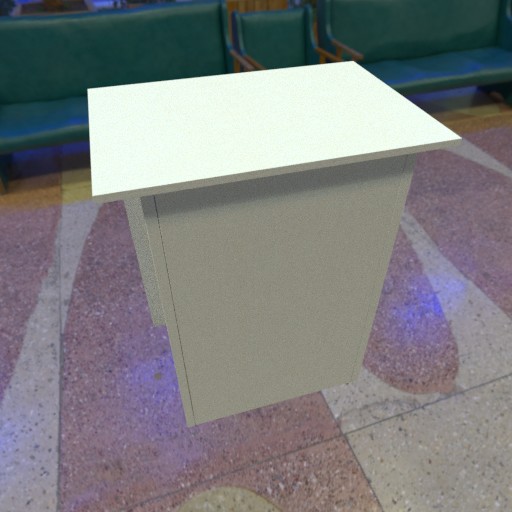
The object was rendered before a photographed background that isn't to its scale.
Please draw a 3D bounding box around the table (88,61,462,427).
[{"bbox_3d":[0.000,0.000,1.050,0.589,0.711,0.406,-11,43,-13],"label":"table"}]
